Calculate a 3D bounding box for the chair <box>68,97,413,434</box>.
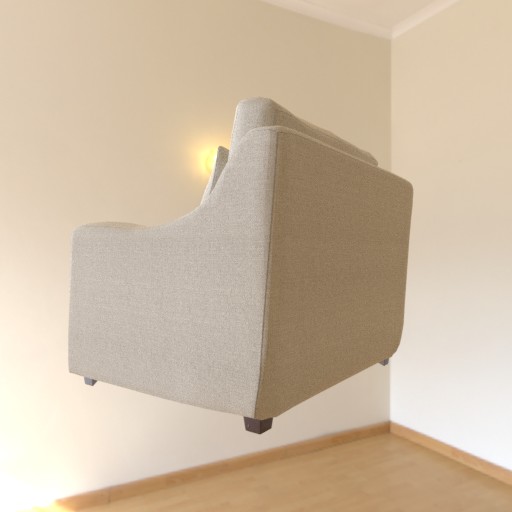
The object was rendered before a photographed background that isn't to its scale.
[{"bbox_3d":[0.000,0.000,1.907,1.009,1.016,1.178,0,0,36],"label":"chair"}]
